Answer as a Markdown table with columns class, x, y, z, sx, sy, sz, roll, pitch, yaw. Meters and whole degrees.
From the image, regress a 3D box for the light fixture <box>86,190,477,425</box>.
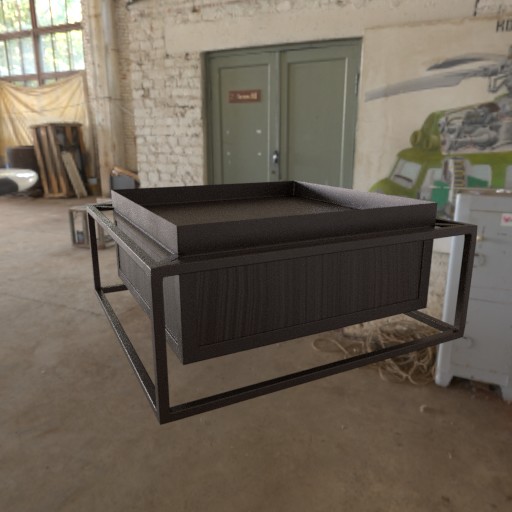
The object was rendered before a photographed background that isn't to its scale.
| class | x | y | z | sx | sy | sz | roll | pitch | yaw |
| --- | --- | --- | --- | --- | --- | --- | --- | --- | --- |
| light fixture | 0.000 | 0.000 | 0.701 | 0.441 | 0.191 | 0.441 | -8 | 17 | -26 |
